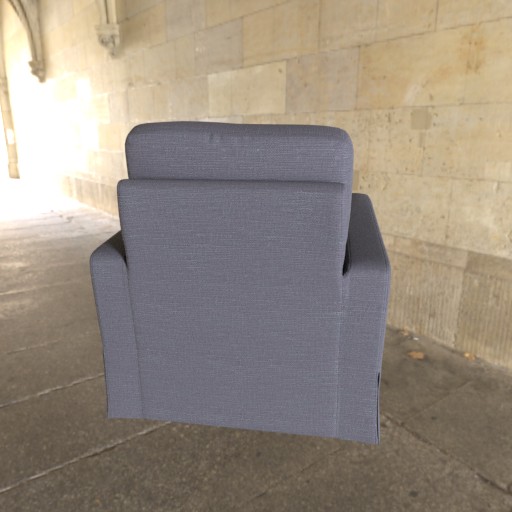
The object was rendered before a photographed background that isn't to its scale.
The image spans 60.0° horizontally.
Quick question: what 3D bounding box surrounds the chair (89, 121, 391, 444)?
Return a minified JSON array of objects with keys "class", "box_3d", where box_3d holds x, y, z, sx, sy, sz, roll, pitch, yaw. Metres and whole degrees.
[{"class":"chair","box_3d":[0.000,0.000,1.494,0.798,0.855,0.863,2,15,9]}]
